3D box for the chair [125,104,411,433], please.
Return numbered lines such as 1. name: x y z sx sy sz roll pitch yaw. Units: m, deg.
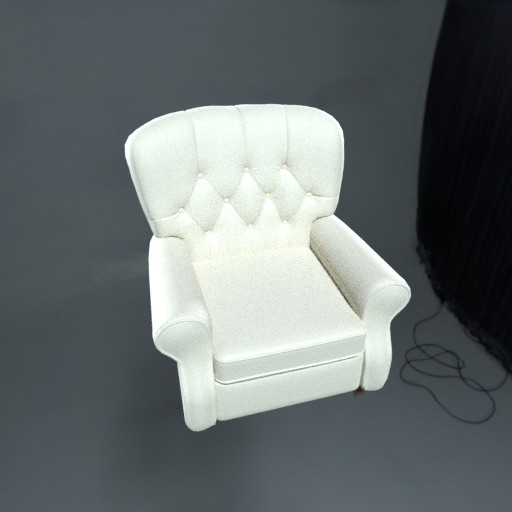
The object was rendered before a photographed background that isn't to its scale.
1. chair: 0.000 0.000 2.067 1.035 1.169 1.132 -8 33 -13
